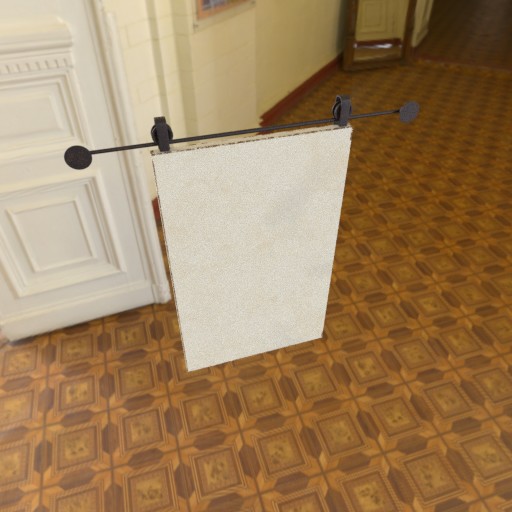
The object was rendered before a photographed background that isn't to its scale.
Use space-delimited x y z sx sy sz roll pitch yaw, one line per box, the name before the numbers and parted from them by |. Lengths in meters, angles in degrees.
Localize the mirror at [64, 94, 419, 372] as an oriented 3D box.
mirror | 0.000 0.000 1.222 0.808 0.844 0.037 -12 42 -13
